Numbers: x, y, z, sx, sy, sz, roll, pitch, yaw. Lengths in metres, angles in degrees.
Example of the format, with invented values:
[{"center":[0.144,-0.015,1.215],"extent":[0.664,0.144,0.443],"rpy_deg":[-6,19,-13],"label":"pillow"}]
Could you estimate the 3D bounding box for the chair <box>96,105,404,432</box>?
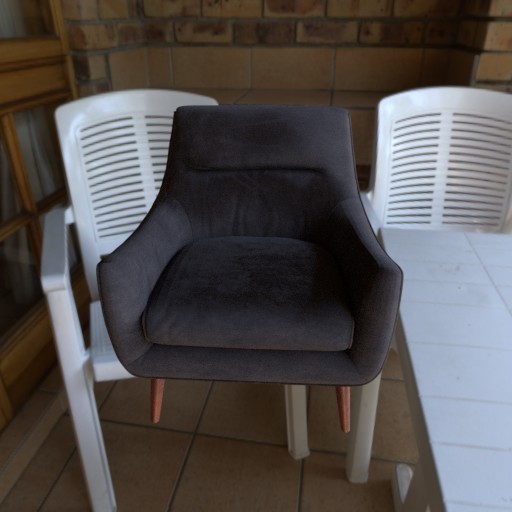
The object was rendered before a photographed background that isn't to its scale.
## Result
[{"center":[0.000,0.000,1.457],"extent":[0.762,0.838,0.787],"rpy_deg":[2,29,3],"label":"chair"}]
